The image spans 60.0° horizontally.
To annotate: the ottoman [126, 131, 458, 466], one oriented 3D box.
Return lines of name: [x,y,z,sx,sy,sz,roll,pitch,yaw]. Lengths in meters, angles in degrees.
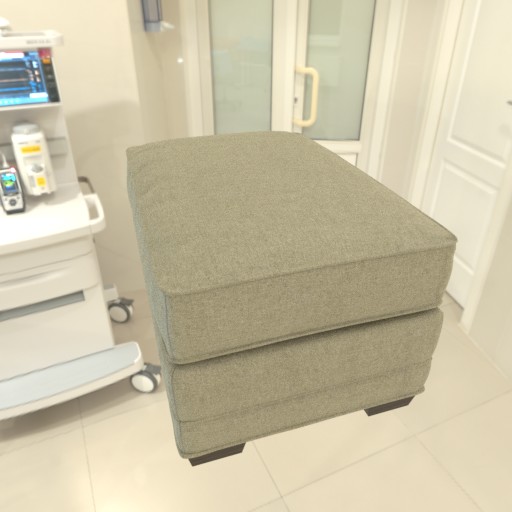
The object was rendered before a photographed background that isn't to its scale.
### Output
ottoman: [0.000,0.000,1.208,0.611,0.508,0.848,-9,32,-15]
